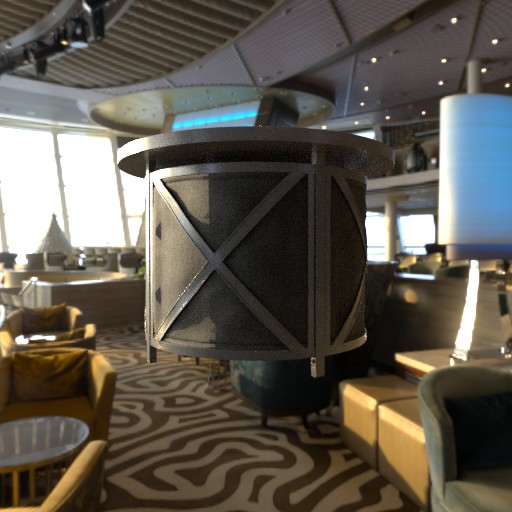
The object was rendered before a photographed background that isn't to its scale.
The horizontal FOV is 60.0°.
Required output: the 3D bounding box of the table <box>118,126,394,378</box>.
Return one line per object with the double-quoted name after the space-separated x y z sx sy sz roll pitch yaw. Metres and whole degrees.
0.000 0.000 1.540 0.914 0.650 0.914 0 1 0 "table"
